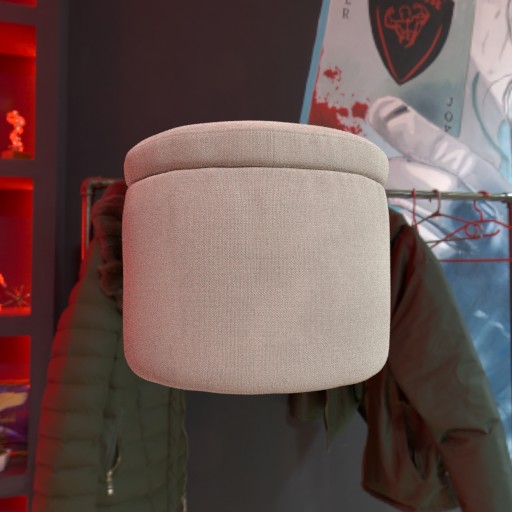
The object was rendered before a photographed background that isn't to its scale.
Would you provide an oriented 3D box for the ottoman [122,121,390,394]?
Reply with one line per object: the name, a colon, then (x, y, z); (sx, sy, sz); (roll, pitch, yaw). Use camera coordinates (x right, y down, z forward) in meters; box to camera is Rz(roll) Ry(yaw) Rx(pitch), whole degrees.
ottoman: (0.000, 0.000, 0.858); (0.497, 0.409, 0.497); (0, -1, 0)
